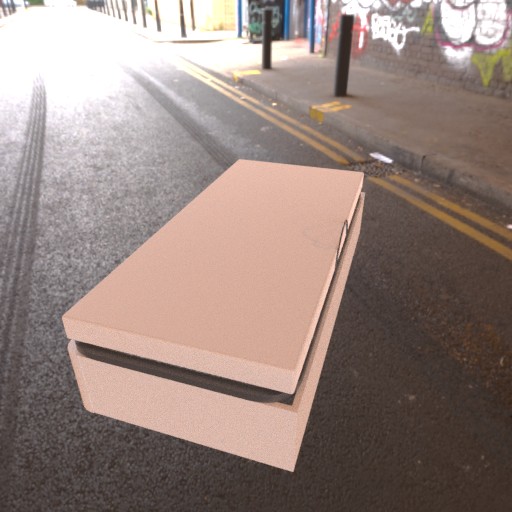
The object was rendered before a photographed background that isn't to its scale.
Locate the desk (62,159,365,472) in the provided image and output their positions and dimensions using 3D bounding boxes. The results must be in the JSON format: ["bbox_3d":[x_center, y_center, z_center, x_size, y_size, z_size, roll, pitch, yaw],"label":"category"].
[{"bbox_3d":[0.000,0.000,2.312,0.900,0.526,1.900,10,32,16],"label":"desk"}]
